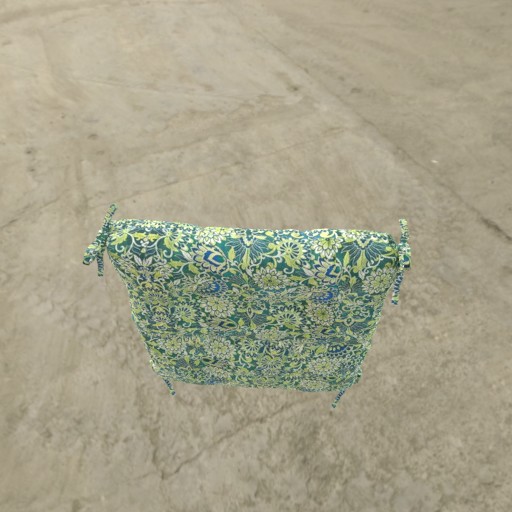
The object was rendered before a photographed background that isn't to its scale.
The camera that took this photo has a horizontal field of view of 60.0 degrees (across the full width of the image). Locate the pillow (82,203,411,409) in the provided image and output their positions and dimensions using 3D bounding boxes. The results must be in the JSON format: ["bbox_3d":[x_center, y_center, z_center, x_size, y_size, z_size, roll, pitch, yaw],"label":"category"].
[{"bbox_3d":[0.000,0.000,1.023,0.519,0.605,0.571,3,46,3],"label":"pillow"}]
